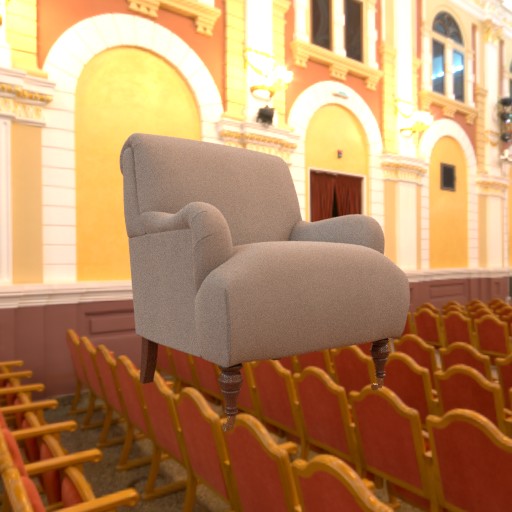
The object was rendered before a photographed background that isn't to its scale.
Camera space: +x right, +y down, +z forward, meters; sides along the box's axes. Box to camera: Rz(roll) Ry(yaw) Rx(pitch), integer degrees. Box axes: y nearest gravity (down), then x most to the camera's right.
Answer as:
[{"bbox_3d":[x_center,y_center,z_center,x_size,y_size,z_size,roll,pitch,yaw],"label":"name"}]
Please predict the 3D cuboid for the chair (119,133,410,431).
[{"bbox_3d":[0.000,0.000,1.608,0.766,0.942,0.842,0,0,-36],"label":"chair"}]
